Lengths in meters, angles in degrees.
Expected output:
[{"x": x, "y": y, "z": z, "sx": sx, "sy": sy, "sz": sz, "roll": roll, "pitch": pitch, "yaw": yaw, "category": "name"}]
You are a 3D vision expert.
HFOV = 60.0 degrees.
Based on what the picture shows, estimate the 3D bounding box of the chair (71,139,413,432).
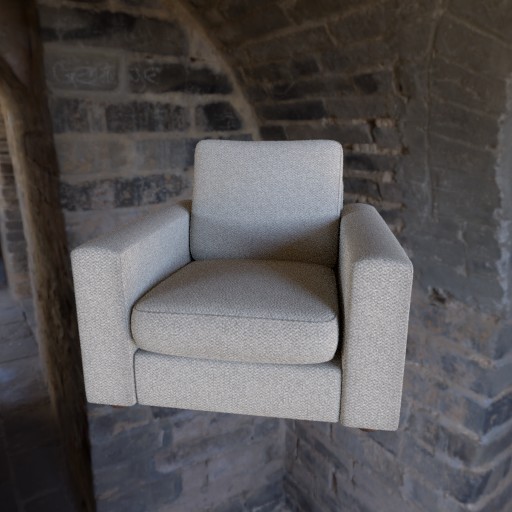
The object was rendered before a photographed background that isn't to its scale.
[{"x": 0.000, "y": 0.000, "z": 1.731, "sx": 1.005, "sy": 0.873, "sz": 1.016, "roll": 2, "pitch": 15, "yaw": 8, "category": "chair"}]
